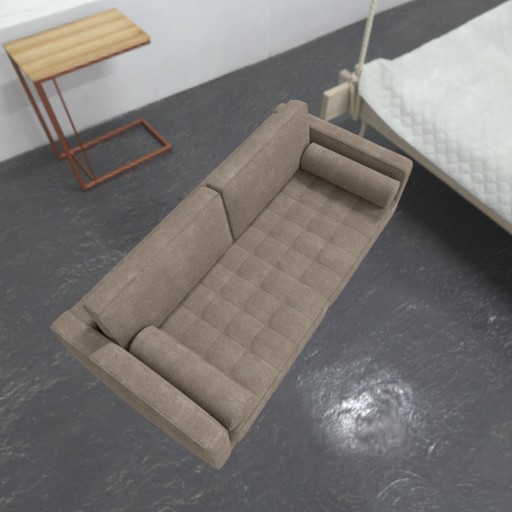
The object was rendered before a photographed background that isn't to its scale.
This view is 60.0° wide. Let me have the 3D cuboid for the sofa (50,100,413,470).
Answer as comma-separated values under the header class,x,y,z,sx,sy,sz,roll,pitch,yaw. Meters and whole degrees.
class,x,y,z,sx,sy,sz,roll,pitch,yaw
sofa,0.000,0.000,2.338,0.920,0.769,1.883,30,61,18
